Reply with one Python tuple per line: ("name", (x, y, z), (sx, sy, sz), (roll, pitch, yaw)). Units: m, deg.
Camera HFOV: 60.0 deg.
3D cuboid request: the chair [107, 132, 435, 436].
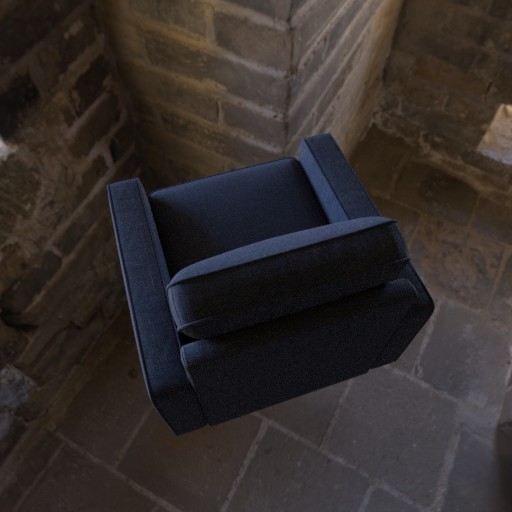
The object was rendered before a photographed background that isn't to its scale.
("chair", (0.000, 0.000, 1.746), (1.017, 0.919, 0.940), (-16, 59, -10))
